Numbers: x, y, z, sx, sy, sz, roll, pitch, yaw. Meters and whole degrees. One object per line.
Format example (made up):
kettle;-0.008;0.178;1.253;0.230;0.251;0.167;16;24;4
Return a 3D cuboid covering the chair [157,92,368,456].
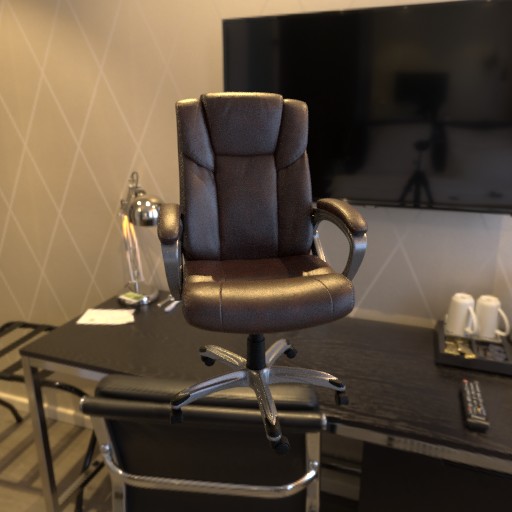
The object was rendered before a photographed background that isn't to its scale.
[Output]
chair;0.000;0.000;1.567;0.656;1.128;0.692;-3;17;-10
